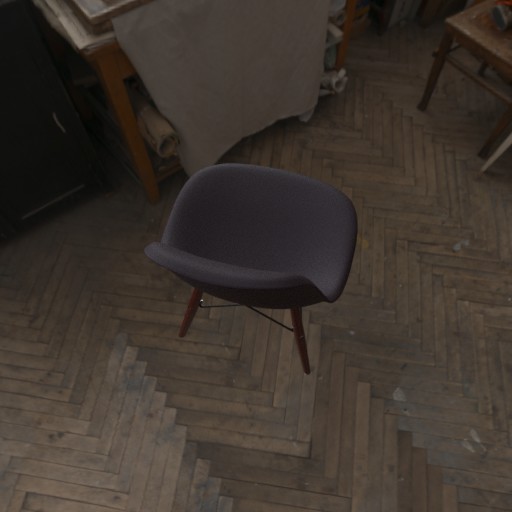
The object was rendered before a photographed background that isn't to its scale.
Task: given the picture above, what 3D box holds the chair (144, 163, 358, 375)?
[{"bbox_3d":[0.000,0.000,1.119,0.470,0.826,0.533,13,63,7],"label":"chair"}]
